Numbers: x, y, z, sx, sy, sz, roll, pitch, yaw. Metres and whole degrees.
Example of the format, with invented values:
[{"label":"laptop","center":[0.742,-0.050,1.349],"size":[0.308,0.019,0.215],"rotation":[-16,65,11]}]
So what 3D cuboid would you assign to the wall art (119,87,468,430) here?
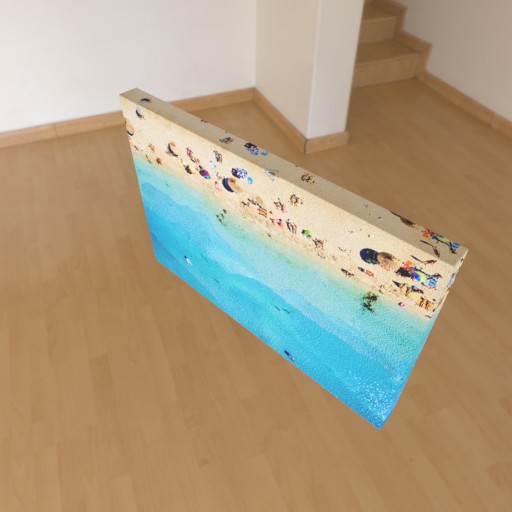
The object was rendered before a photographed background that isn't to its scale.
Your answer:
[{"label":"wall art","center":[0.000,0.000,1.133],"size":[0.894,0.595,0.057],"rotation":[33,54,29]}]
